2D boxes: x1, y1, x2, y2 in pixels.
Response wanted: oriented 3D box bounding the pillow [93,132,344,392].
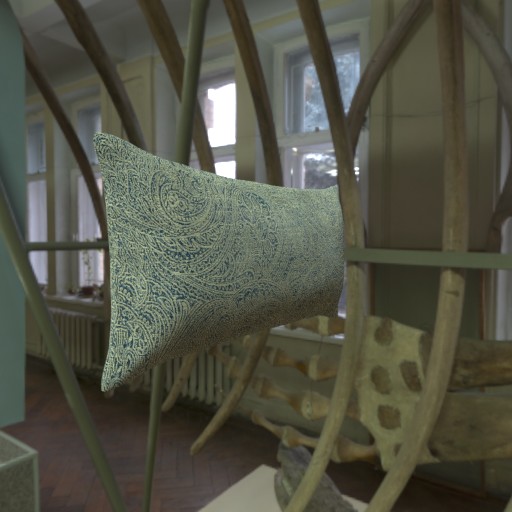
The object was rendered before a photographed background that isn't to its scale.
[{"bbox_3d":[0.000,0.000,0.745,0.151,0.295,0.615,2,3,36],"label":"pillow"}]
